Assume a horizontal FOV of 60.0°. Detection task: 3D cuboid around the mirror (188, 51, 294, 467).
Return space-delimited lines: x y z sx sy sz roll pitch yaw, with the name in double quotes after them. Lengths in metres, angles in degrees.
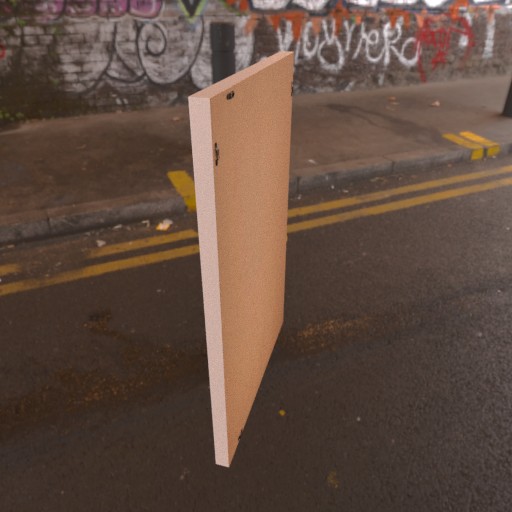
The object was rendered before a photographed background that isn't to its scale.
0.000 0.000 1.161 0.041 0.915 0.609 9 32 14 "mirror"
